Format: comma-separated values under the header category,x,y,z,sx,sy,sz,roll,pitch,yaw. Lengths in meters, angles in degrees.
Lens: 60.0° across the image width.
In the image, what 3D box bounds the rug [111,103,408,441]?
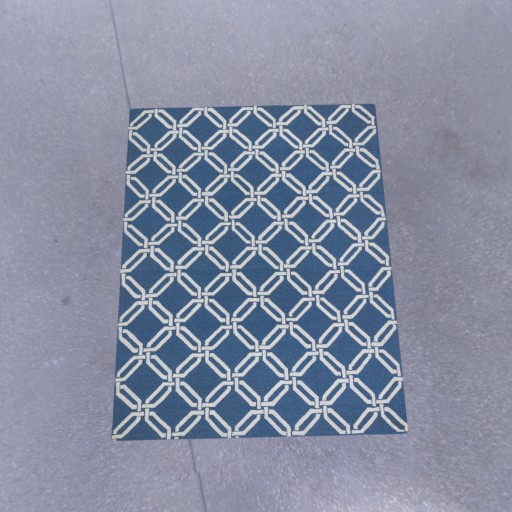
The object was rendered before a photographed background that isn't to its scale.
category,x,y,z,sx,sy,sz,roll,pitch,yaw
rug,0.000,0.000,3.741,2.277,0.020,2.867,-1,76,0
